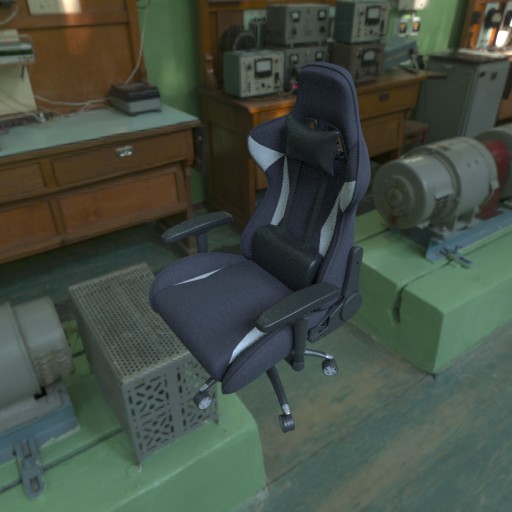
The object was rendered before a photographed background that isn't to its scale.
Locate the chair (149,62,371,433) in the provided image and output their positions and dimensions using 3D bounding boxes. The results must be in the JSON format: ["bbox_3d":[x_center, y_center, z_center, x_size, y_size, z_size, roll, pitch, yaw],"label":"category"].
[{"bbox_3d":[0.000,0.000,1.679,0.695,1.300,0.730,-21,38,-30],"label":"chair"}]
